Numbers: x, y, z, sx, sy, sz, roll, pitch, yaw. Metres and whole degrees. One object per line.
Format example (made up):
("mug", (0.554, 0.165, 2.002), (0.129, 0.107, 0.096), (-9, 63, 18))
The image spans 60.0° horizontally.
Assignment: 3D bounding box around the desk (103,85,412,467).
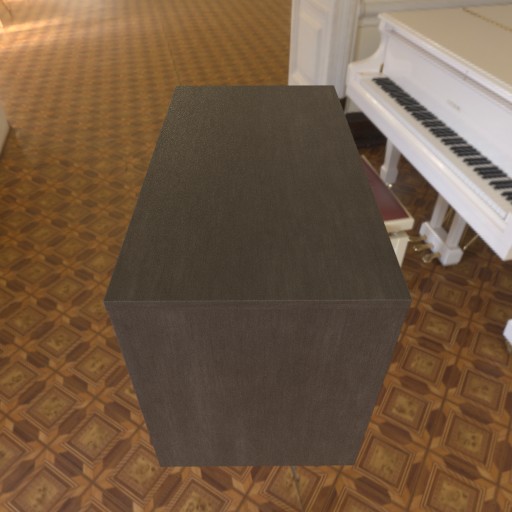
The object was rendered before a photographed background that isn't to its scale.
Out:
("desk", (0.000, 0.000, 1.517), (0.600, 0.750, 1.100), (0, 42, 0))
